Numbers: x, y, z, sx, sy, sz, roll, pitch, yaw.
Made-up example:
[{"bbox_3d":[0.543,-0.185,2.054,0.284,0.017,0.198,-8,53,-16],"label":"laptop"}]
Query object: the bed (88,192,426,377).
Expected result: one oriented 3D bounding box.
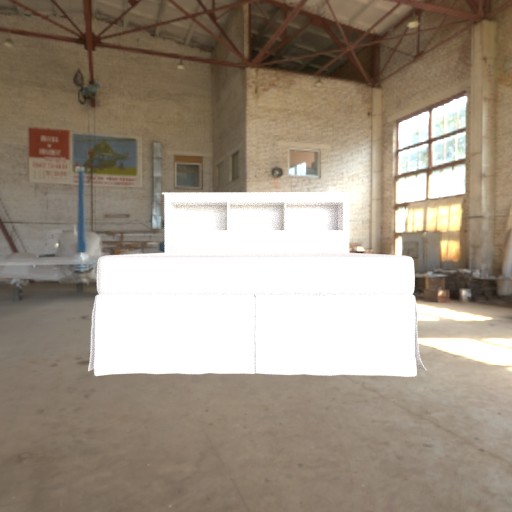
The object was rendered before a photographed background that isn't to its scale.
[{"bbox_3d":[0.000,0.000,3.125,1.671,1.092,2.133,0,1,0],"label":"bed"}]
